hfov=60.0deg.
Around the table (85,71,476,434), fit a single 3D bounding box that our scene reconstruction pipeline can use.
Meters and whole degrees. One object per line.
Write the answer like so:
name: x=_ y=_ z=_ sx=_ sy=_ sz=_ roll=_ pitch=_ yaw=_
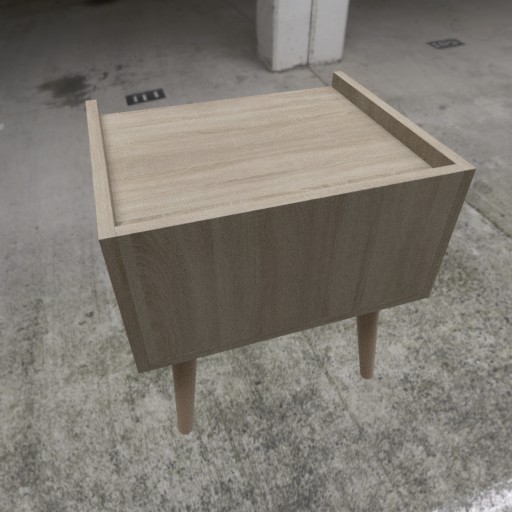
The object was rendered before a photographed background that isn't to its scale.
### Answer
table: x=0.000 y=0.000 z=0.779 sx=0.450 sy=0.470 sz=0.370 roll=-12 pitch=42 yaw=-14
